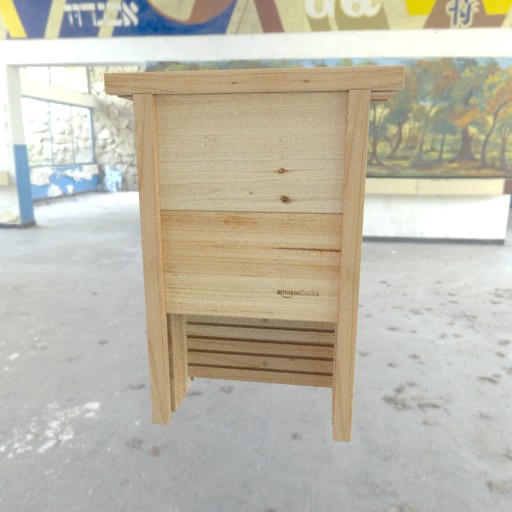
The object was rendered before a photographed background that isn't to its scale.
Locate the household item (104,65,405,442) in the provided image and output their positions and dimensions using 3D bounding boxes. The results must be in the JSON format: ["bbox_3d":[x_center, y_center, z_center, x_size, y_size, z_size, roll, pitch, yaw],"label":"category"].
[{"bbox_3d":[0.000,0.000,0.542,0.301,0.407,0.123,2,14,8],"label":"household item"}]
